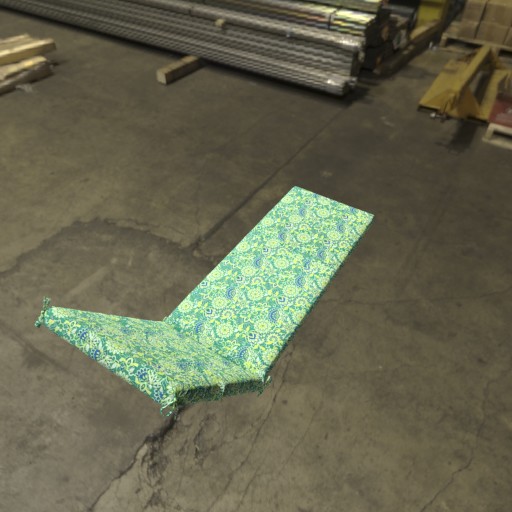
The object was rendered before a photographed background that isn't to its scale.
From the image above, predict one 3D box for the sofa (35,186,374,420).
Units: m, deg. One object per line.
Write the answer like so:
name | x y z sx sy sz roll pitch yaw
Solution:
sofa | 0.000 0.000 1.904 0.582 0.622 1.663 25 50 22
